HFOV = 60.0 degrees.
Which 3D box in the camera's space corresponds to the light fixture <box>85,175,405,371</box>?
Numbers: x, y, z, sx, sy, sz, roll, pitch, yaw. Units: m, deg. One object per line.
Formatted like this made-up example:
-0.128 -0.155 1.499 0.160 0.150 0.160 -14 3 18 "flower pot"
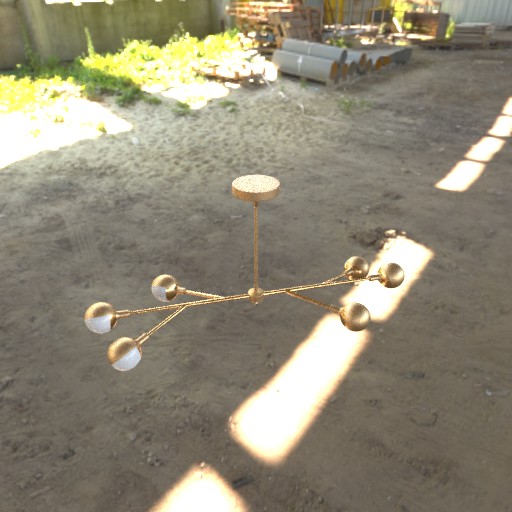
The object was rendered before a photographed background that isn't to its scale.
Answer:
0.000 0.000 1.038 0.778 0.362 0.434 1 31 2 "light fixture"
